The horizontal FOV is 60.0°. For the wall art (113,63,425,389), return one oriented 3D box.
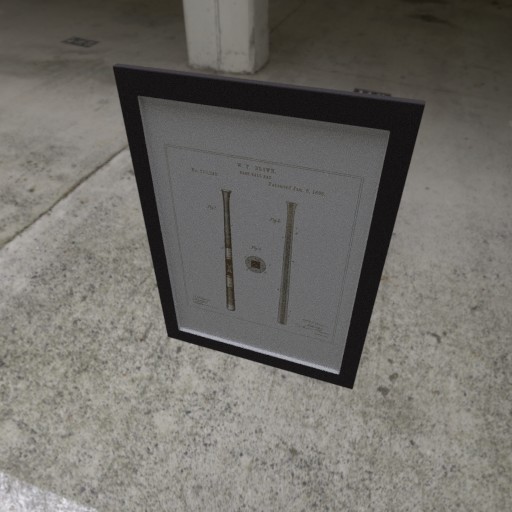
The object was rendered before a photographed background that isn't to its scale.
[{"bbox_3d":[0.000,0.000,0.681,0.374,0.529,0.012,13,42,14],"label":"wall art"}]
